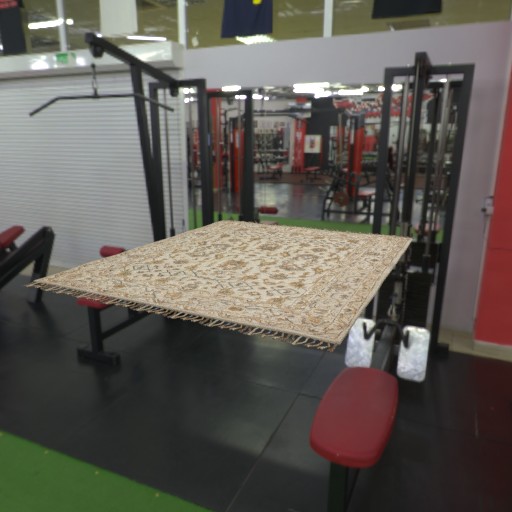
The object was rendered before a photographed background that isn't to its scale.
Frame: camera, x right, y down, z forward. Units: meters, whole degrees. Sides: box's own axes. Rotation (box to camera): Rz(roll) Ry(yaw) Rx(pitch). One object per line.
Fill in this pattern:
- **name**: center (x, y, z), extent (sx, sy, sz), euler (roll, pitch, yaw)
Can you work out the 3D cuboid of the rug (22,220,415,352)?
- **rug**: center (0.000, 0.000, 4.126), extent (2.426, 0.034, 3.061), euler (7, 17, 26)
